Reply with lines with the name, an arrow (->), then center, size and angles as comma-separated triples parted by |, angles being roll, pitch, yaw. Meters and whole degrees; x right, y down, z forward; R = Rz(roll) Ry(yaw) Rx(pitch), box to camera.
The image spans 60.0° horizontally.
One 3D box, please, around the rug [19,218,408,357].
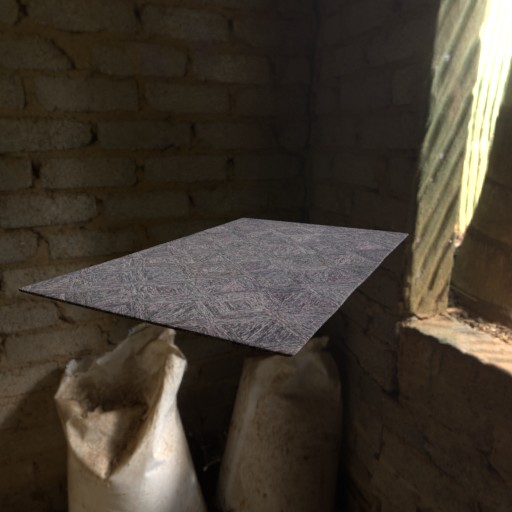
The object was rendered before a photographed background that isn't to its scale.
rug -> 0.000, 0.000, 2.186 | 1.158, 0.013, 1.752 | 8, 17, 27
